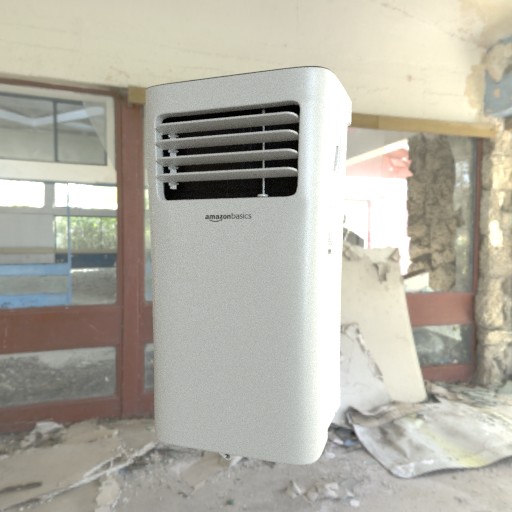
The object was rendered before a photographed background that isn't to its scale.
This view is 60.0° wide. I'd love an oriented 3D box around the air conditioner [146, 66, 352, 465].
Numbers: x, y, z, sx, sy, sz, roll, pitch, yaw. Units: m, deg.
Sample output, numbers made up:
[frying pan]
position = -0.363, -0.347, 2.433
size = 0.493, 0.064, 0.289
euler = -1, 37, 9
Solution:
[air conditioner]
position = 0.000, 0.000, 0.922
size = 0.352, 0.716, 0.369
euler = 1, 2, 19
